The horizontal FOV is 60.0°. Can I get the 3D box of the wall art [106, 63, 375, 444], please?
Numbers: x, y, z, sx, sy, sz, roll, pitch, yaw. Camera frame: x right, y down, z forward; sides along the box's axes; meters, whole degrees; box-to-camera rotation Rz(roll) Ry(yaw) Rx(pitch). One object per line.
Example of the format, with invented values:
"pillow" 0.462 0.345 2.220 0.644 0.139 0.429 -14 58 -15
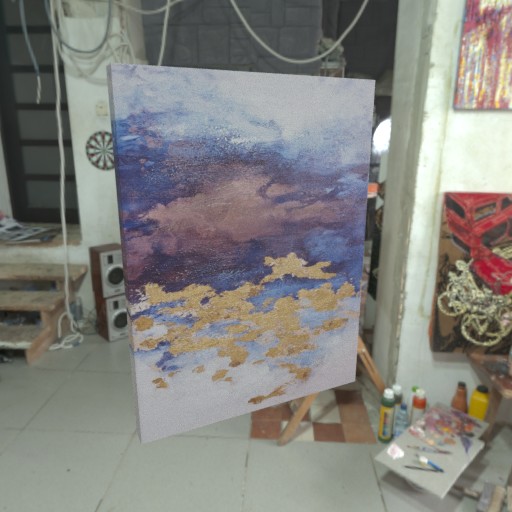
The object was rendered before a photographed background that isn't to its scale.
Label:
"wall art" 0.000 0.000 0.758 0.437 0.581 0.036 -7 17 -25
